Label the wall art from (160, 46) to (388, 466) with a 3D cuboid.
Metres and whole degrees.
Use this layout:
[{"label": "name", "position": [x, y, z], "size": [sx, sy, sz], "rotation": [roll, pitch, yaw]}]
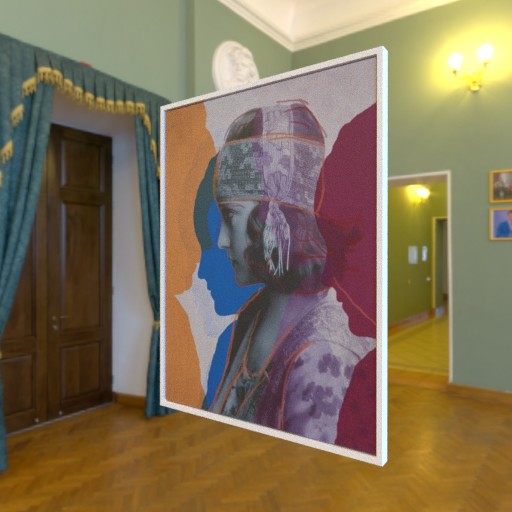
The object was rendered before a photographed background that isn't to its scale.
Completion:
[{"label": "wall art", "position": [0.000, 0.000, 1.347], "size": [0.795, 1.050, 0.039], "rotation": [0, 0, 35]}]
